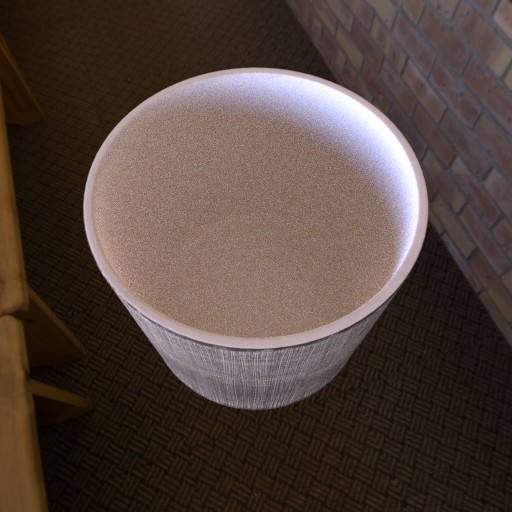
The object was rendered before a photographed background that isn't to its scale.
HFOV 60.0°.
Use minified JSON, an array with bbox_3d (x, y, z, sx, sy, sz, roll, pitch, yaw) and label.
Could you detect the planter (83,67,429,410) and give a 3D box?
[{"bbox_3d":[0.000,0.000,0.376,0.221,0.201,0.221,0,62,0],"label":"planter"}]
